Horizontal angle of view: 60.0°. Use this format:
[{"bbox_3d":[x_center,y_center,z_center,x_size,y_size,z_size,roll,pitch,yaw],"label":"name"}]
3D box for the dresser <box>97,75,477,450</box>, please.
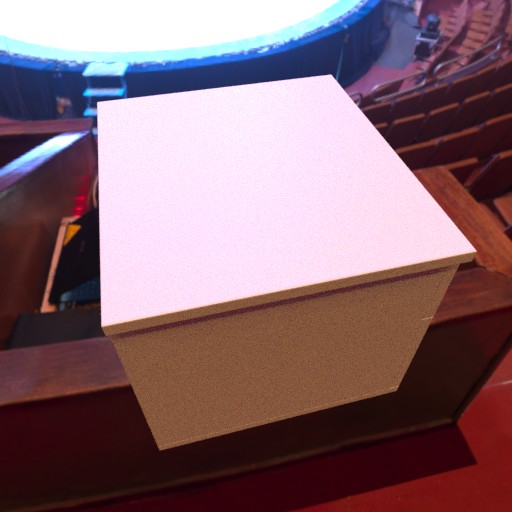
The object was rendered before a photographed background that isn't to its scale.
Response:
[{"bbox_3d":[0.000,0.000,0.710,0.400,0.360,0.430,-11,48,-10],"label":"dresser"}]
